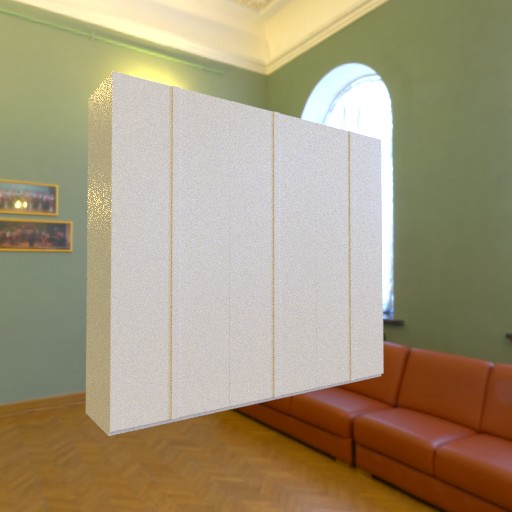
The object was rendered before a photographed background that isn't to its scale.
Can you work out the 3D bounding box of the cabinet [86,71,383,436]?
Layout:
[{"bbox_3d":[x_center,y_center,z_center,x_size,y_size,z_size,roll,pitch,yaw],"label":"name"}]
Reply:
[{"bbox_3d":[0.000,0.000,3.877,2.700,2.370,0.590,1,-2,-35],"label":"cabinet"}]
